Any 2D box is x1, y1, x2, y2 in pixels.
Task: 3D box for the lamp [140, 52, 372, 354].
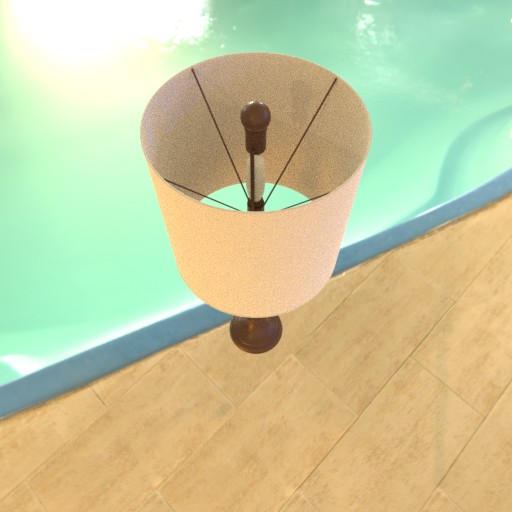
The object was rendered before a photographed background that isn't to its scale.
[{"bbox_3d":[0.000,0.000,0.715,0.250,0.597,0.250,-35,64,-20],"label":"lamp"}]
